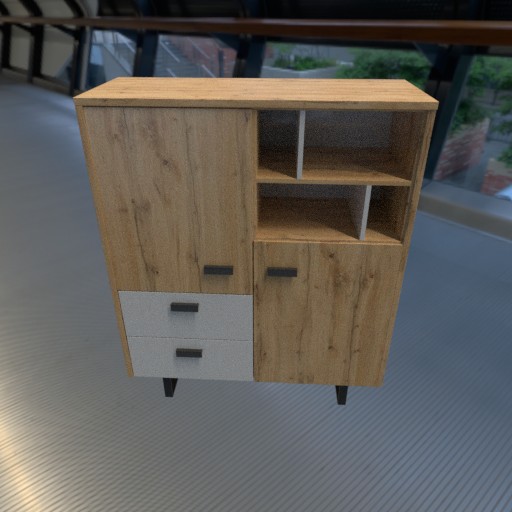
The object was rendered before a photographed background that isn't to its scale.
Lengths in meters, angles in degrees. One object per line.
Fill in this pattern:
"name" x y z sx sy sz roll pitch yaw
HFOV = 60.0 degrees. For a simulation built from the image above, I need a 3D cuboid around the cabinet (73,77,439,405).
"cabinet" 0.000 0.000 1.947 1.168 1.397 0.473 2 30 3
